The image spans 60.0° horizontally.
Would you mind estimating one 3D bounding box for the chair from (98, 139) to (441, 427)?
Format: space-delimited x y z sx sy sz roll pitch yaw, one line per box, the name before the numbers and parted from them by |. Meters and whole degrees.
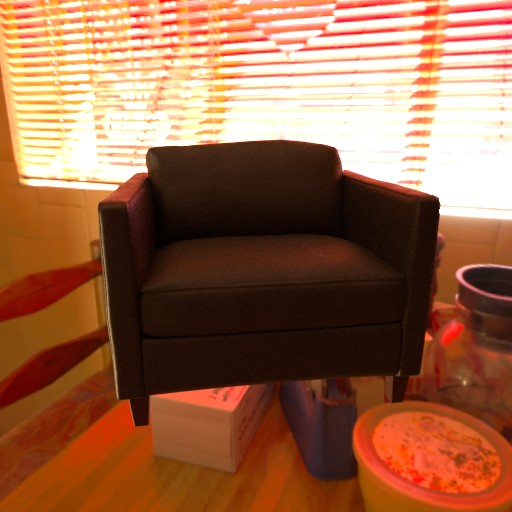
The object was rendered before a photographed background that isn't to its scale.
chair | 0.000 0.000 1.619 0.939 0.811 0.862 -2 16 -8
